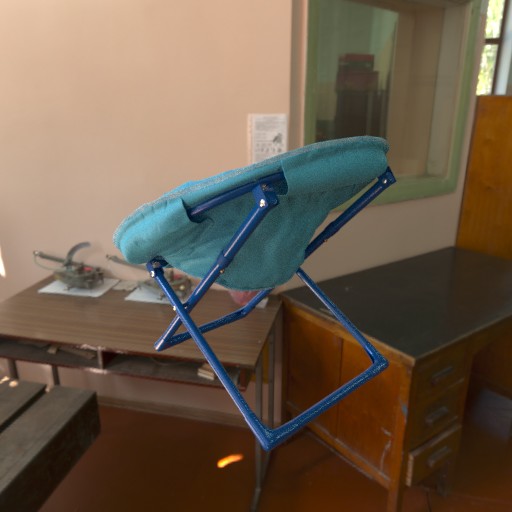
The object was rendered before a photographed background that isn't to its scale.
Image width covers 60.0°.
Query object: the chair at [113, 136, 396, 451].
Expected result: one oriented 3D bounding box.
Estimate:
[{"bbox_3d":[0.000,0.000,0.890,0.520,0.478,0.465,-16,23,-41],"label":"chair"}]
